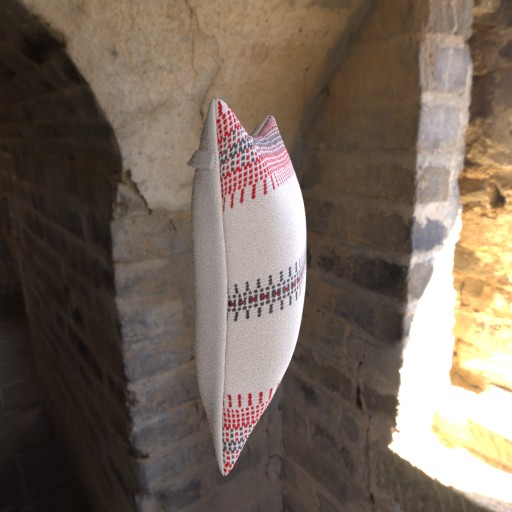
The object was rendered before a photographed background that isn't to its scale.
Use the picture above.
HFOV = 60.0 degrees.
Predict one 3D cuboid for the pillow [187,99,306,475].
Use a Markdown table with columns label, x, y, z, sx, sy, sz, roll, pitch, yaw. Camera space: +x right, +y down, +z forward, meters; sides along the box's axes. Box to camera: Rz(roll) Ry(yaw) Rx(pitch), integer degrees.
| label | x | y | z | sx | sy | sz | roll | pitch | yaw |
| --- | --- | --- | --- | --- | --- | --- | --- | --- | --- |
| pillow | 0.000 | 0.000 | 0.720 | 0.160 | 0.454 | 0.463 | 2 | 16 | 8 |
